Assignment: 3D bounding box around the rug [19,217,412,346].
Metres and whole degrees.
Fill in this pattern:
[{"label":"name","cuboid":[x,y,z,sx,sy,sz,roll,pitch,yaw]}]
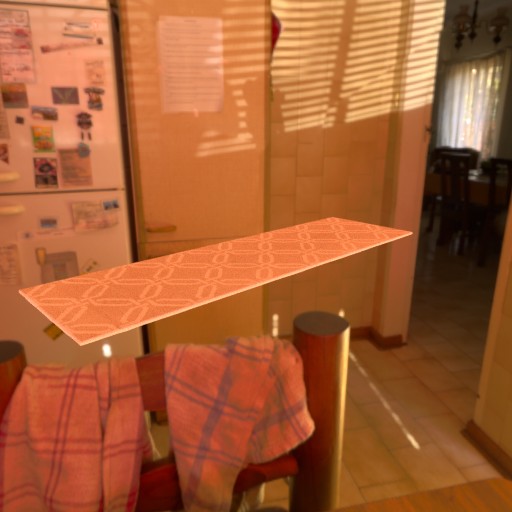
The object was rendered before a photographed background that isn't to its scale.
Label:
[{"label":"rug","cuboid":[0.000,0.000,2.485,2.276,0.014,0.678,-15,23,-41]}]
